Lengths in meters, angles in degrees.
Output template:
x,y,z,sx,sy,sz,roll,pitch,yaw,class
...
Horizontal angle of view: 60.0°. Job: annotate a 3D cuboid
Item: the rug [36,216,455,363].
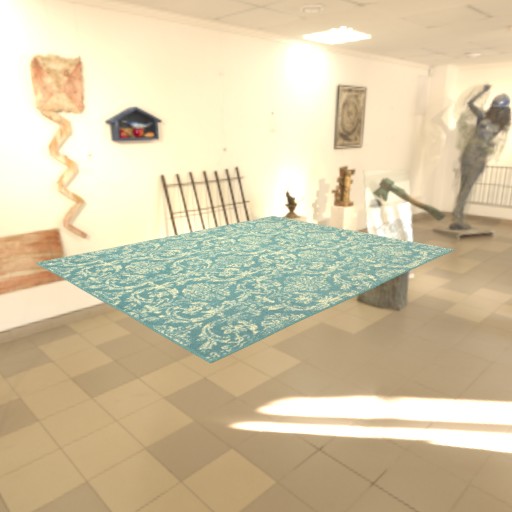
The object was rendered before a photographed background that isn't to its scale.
x,y,z,sx,sy,sz,roll,pitch,yaw,class
0.000,0.000,4.000,2.980,0.012,2.363,-16,22,-43,rug
